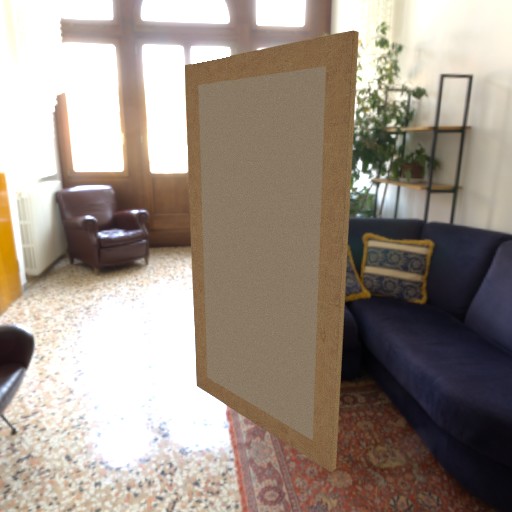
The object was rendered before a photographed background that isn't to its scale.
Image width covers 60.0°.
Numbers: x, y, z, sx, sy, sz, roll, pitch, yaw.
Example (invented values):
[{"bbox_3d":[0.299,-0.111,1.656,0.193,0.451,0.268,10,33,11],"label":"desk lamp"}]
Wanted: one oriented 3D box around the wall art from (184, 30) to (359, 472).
[{"bbox_3d":[0.000,0.000,0.802,0.013,0.683,0.381,-13,20,-42],"label":"wall art"}]
